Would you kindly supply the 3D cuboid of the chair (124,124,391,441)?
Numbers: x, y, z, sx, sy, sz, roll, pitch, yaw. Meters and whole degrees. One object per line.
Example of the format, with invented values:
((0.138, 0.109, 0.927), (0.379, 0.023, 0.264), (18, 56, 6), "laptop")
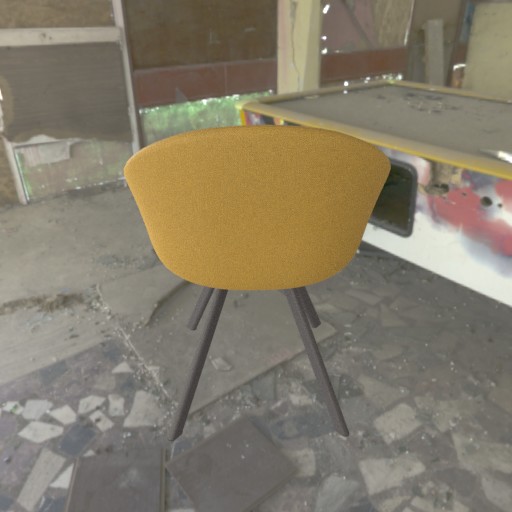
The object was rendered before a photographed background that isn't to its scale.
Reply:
((0.000, 0.000, 1.146), (0.551, 0.793, 0.583), (-1, 29, -2), "chair")
